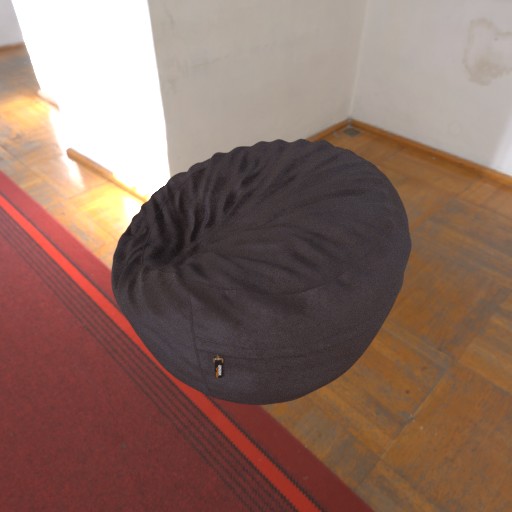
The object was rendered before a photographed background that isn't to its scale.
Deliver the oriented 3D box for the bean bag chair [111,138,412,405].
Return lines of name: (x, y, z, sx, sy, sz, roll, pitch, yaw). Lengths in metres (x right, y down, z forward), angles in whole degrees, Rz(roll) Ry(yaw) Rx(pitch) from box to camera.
bean bag chair: (0.000, 0.000, 2.032, 1.245, 0.821, 1.245, 0, 42, 0)
